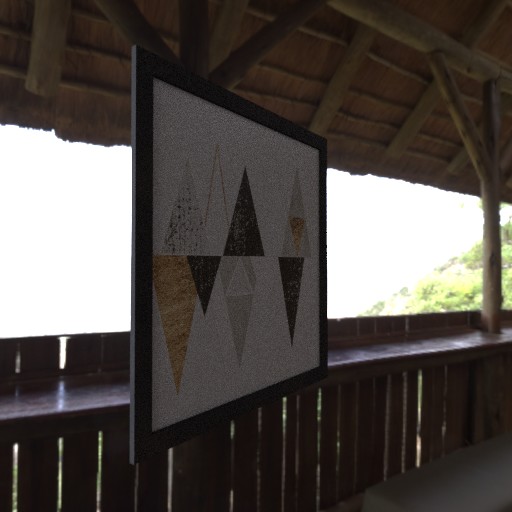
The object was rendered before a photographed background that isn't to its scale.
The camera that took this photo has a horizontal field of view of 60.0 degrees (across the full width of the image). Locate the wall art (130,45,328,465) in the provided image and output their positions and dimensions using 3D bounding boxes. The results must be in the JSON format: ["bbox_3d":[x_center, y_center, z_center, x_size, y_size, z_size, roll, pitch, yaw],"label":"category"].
[{"bbox_3d":[0.000,0.000,1.205,0.013,0.823,0.823,-1,-1,36],"label":"wall art"}]
